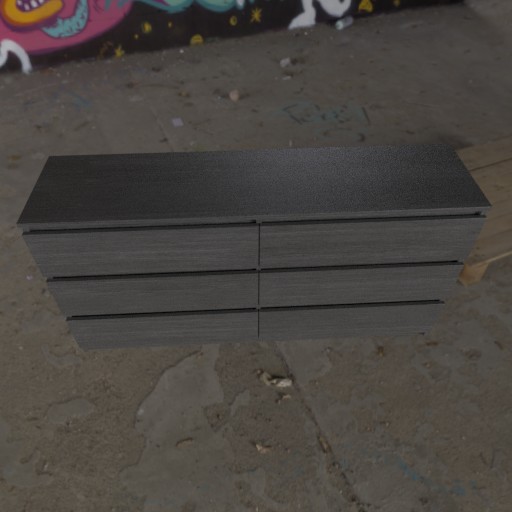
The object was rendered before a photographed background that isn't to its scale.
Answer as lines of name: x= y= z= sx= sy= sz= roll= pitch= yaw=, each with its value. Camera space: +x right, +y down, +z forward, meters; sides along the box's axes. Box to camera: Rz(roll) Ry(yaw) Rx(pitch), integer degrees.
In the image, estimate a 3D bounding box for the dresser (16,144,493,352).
dresser: x=0.000 y=0.000 z=1.899 sx=1.590 sy=0.795 sz=0.400 roll=-2 pitch=46 yaw=-2
